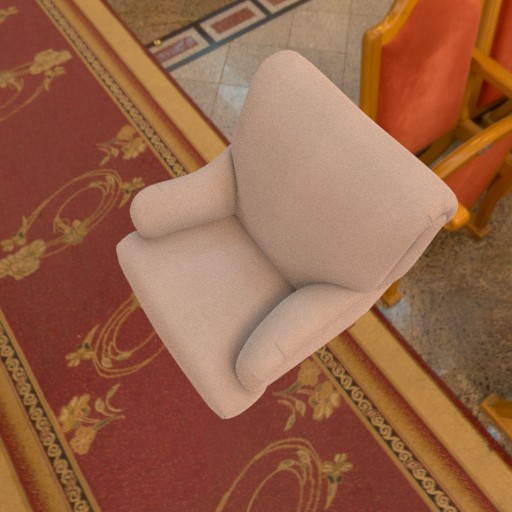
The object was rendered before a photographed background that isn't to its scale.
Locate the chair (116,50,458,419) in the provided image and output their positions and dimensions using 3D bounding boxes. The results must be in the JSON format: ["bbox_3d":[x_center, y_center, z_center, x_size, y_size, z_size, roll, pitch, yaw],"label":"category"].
[{"bbox_3d":[0.000,0.000,1.552,0.842,0.942,0.766,-32,67,-16],"label":"chair"}]
